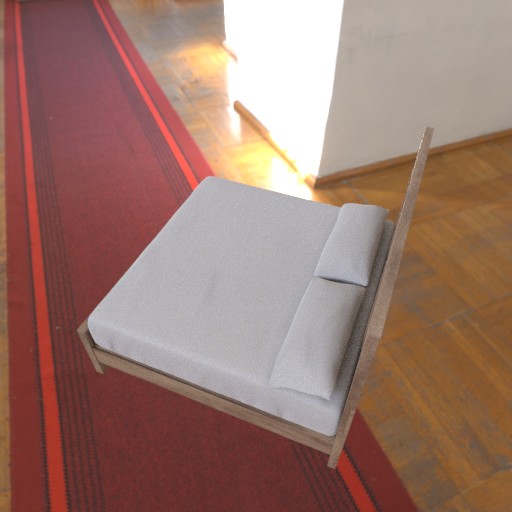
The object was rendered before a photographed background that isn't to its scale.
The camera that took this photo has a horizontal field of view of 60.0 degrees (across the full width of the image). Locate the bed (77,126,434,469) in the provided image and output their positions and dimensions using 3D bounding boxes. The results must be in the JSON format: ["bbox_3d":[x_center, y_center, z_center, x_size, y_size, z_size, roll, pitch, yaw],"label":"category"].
[{"bbox_3d":[0.000,0.000,3.511,2.062,1.626,2.032,16,47,16],"label":"bed"}]
